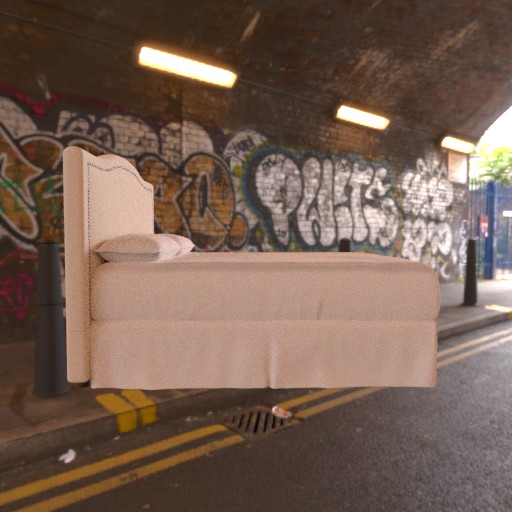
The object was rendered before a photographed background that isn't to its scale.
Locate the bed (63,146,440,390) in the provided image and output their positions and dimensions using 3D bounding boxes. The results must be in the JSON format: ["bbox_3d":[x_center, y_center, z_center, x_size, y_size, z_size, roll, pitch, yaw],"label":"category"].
[{"bbox_3d":[0.000,0.000,3.316,2.143,1.460,1.753,0,3,0],"label":"bed"}]
